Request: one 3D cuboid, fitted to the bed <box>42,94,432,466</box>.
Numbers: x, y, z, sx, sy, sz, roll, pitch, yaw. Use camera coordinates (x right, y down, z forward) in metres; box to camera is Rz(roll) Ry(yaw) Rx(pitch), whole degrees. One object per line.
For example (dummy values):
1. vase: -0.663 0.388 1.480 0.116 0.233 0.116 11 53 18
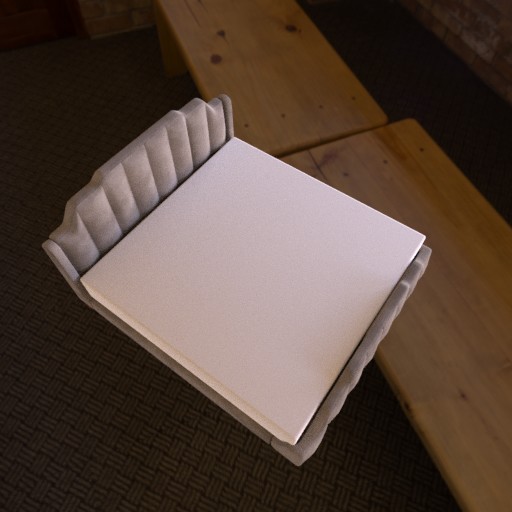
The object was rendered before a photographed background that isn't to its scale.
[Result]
1. bed: 0.000 0.000 3.593 2.340 1.245 2.074 32 63 18
